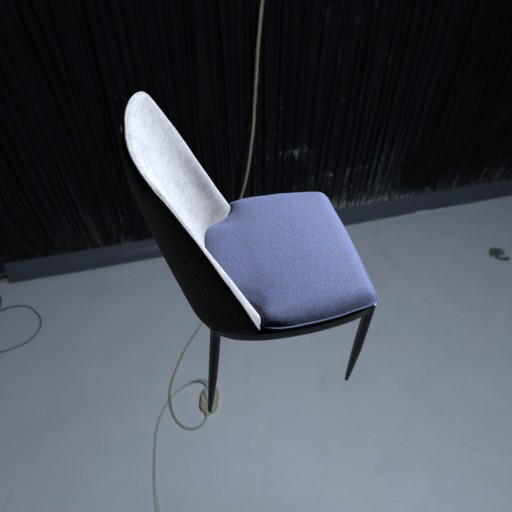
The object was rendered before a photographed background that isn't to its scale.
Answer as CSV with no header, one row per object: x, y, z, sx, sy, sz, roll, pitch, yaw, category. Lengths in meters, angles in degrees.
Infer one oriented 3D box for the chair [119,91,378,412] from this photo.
0.000,0.000,1.204,0.550,0.855,0.488,-9,48,-8,chair
